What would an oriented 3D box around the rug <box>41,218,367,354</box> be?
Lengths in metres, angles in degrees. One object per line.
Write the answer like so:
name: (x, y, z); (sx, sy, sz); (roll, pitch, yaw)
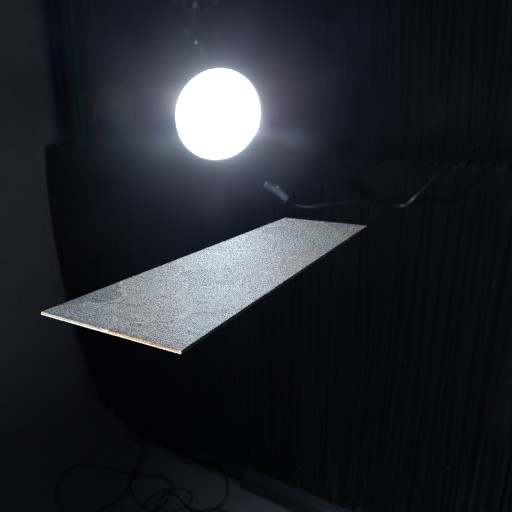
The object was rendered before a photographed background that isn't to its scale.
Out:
rug: (0.000, 0.000, 2.552); (0.687, 0.011, 2.287); (8, 17, 27)
